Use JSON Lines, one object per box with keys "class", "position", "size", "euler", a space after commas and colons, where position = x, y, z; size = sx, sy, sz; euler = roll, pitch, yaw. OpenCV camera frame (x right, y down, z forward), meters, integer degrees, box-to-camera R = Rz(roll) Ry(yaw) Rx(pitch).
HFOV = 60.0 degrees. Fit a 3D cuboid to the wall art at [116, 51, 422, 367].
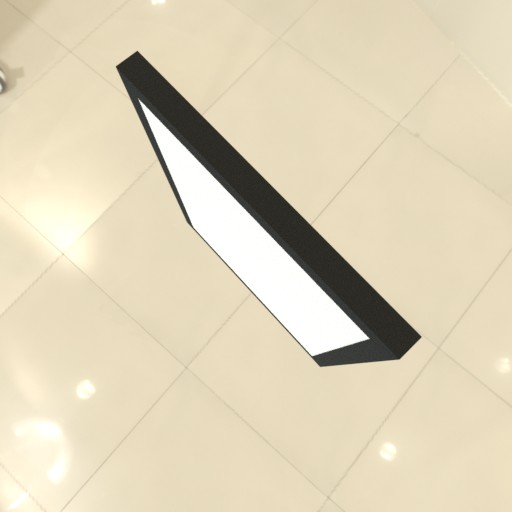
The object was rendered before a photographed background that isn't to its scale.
{"class": "wall art", "position": [0.000, 0.000, 0.543], "size": [0.024, 0.404, 0.329], "euler": [-41, 79, -10]}
